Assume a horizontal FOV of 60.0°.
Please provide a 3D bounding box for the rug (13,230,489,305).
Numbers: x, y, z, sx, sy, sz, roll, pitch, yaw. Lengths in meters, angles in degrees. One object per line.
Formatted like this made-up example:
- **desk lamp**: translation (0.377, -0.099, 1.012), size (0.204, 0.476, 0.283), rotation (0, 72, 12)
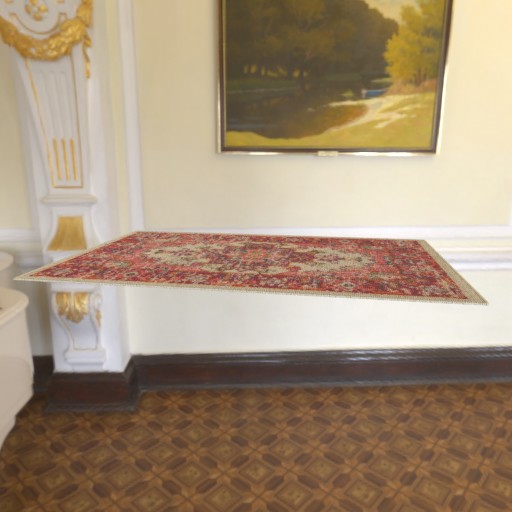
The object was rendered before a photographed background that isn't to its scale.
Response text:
- **rug**: translation (0.000, 0.000, 1.055), size (0.868, 0.004, 0.556), rotation (2, 13, 10)
